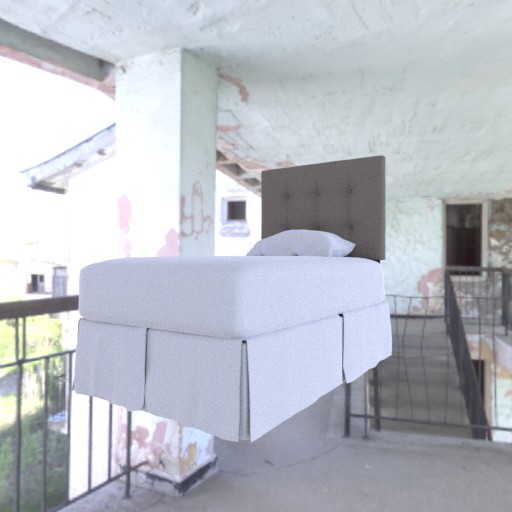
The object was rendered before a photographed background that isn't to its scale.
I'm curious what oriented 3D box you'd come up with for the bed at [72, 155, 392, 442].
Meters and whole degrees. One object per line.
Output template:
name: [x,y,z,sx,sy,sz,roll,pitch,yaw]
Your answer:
bed: [0.000,0.000,2.981,1.261,1.571,1.997,0,0,34]
